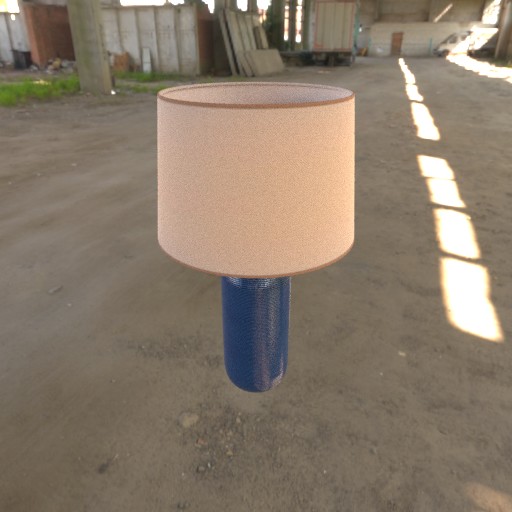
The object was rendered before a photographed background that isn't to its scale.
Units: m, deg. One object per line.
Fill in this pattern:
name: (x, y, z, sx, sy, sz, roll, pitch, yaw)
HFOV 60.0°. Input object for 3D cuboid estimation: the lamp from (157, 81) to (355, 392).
lamp: (0.000, 0.000, 0.868, 0.367, 0.609, 0.367, 0, 27, 0)
